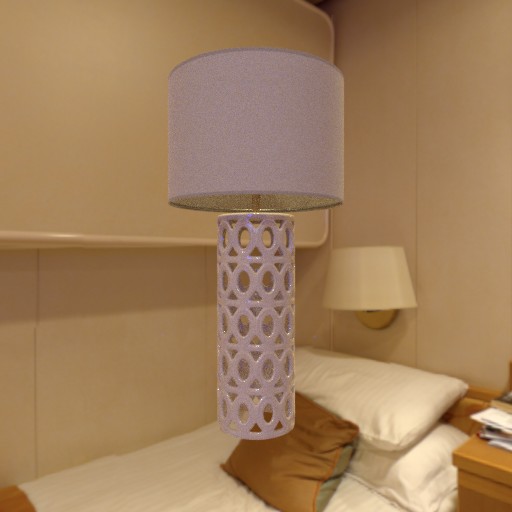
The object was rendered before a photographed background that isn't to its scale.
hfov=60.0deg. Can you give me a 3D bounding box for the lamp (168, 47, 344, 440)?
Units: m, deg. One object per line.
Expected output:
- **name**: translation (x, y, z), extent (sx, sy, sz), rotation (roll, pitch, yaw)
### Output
- **lamp**: translation (0.000, 0.000, 0.836), extent (0.325, 0.636, 0.324), rotation (0, 0, 0)
